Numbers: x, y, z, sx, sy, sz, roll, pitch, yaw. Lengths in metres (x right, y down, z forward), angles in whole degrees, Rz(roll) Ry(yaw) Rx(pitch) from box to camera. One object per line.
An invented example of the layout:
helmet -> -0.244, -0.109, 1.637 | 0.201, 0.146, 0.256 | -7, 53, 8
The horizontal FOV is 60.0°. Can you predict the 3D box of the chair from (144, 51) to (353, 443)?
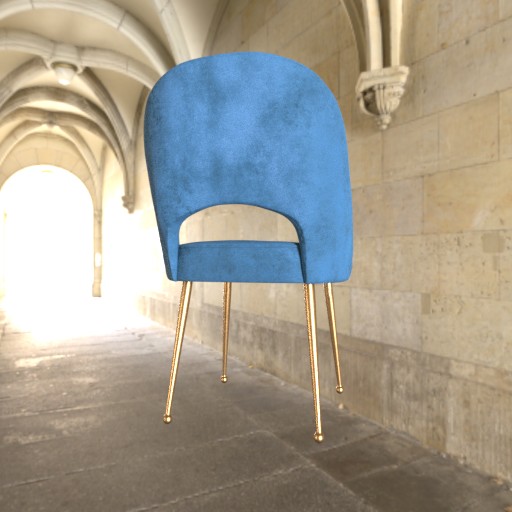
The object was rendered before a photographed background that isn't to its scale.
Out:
chair -> 0.000, 0.000, 1.218 | 0.527, 0.860, 0.577 | 0, 0, 18
